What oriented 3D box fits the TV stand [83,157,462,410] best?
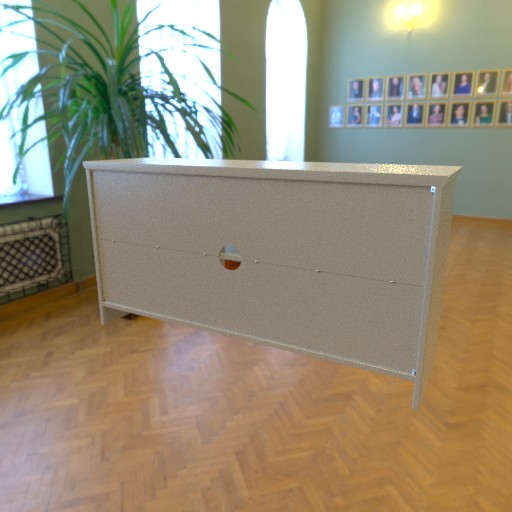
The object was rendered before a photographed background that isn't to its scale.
[{"bbox_3d":[0.000,0.000,1.477,1.167,0.603,0.344,8,17,27],"label":"TV stand"}]
